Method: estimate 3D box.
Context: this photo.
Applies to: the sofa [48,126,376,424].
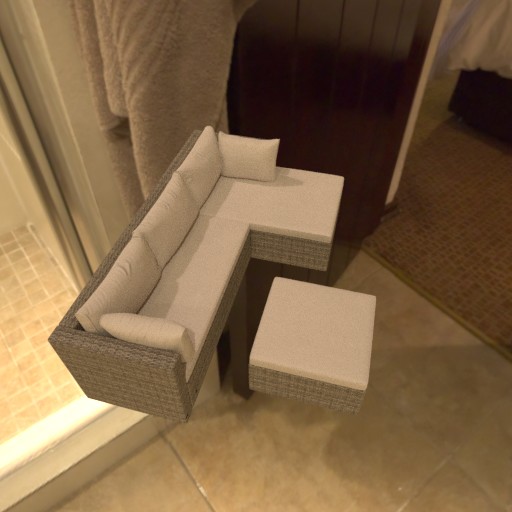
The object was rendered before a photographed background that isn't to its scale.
[{"bbox_3d":[0.000,0.000,3.052,1.662,0.766,2.192,11,46,10],"label":"sofa"}]
